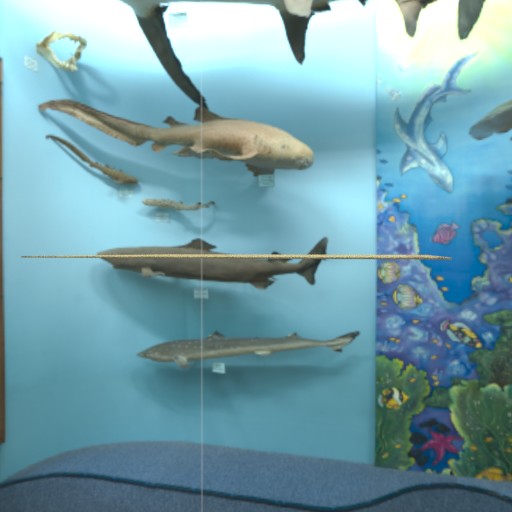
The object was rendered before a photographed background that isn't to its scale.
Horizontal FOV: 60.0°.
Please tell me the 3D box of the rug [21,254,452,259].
[{"bbox_3d":[0.000,0.000,4.238,3.200,0.012,2.438,0,1,18],"label":"rug"}]
